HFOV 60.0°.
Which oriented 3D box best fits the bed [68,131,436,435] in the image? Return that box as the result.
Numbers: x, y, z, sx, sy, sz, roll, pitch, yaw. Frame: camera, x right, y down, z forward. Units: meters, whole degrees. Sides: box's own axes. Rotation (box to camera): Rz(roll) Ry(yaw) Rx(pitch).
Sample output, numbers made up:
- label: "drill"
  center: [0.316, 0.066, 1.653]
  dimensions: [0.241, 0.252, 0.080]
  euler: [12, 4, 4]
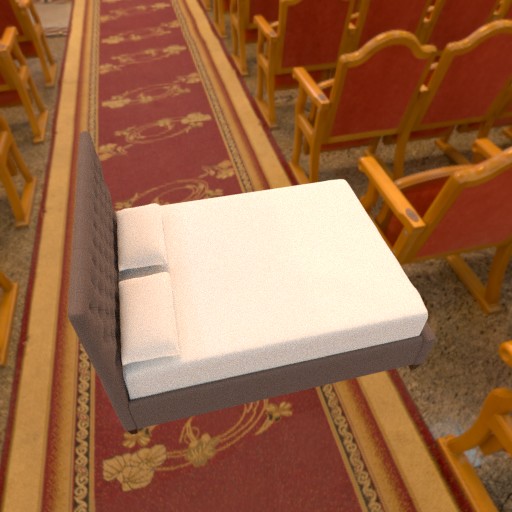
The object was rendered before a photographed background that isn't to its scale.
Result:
- label: "bed"
  center: [0.000, 0.000, 3.302]
  dimensions: [2.233, 1.426, 1.696]
  euler: [-10, 47, -9]
